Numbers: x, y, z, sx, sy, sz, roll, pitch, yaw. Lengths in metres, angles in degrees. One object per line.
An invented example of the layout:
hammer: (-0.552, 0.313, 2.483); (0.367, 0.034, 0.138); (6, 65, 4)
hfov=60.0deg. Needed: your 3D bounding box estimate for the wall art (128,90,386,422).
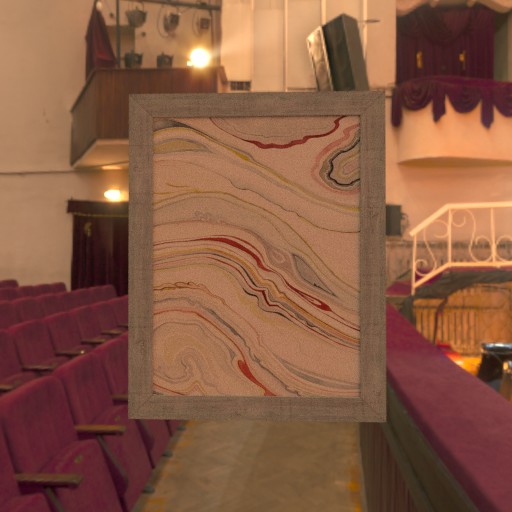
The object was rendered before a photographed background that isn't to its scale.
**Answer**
wall art: (0.000, 0.000, 0.838); (0.481, 0.613, 0.020); (0, 0, 2)
